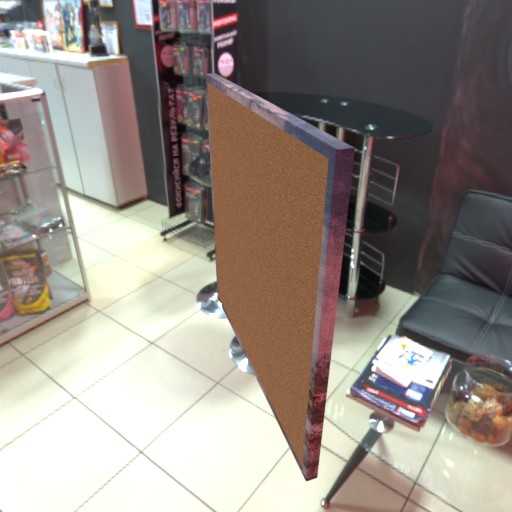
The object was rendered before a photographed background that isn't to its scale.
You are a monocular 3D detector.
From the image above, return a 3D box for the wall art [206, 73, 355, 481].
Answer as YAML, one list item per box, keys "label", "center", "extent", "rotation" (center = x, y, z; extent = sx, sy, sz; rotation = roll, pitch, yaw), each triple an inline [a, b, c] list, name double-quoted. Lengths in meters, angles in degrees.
- label: "wall art"
  center: [0.000, 0.000, 1.497]
  extent: [0.040, 1.020, 1.010]
  rotation: [-10, 32, -17]
